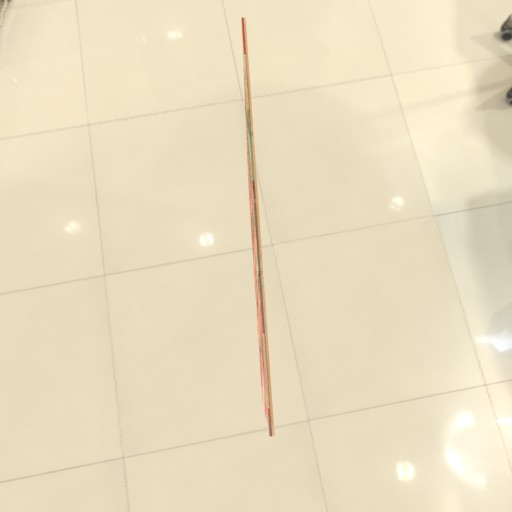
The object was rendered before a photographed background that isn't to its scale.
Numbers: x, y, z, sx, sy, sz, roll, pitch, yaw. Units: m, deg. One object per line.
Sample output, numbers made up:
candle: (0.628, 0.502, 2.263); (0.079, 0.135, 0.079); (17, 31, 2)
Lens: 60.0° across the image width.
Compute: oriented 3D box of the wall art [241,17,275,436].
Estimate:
wall art: (0.000, 0.000, 1.813); (0.013, 1.220, 1.216); (-4, 76, -1)
